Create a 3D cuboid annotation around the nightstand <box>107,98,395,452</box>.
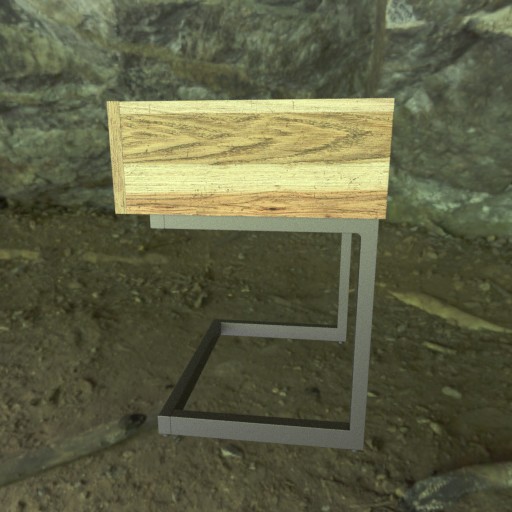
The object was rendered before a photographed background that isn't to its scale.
[{"bbox_3d":[0.000,0.000,1.022,0.481,0.632,0.558,2,14,7],"label":"nightstand"}]
